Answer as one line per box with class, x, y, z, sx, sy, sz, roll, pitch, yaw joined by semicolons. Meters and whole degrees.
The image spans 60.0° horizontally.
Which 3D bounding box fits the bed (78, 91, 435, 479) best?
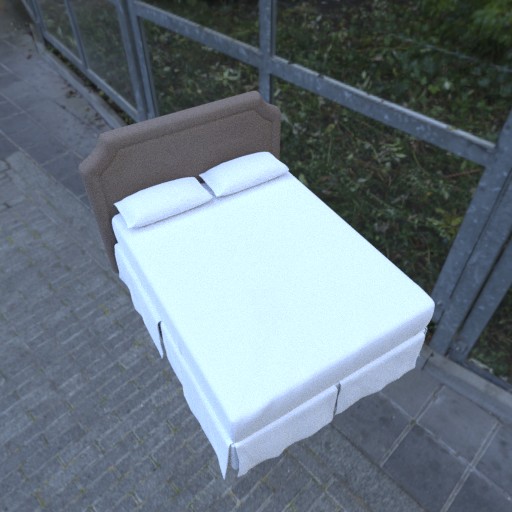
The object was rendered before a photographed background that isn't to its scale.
bed;0.000;0.000;3.130;1.693;1.290;2.116;-24;50;-21
